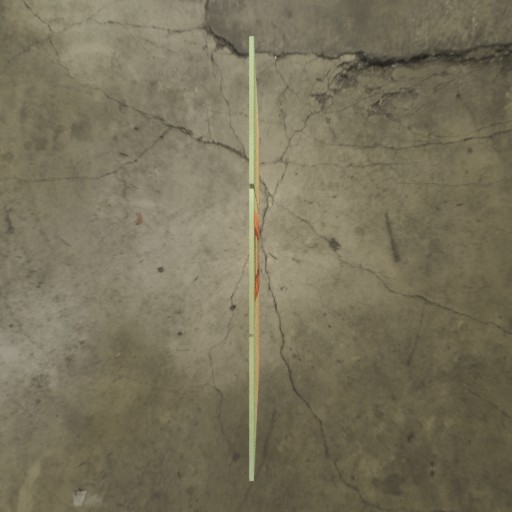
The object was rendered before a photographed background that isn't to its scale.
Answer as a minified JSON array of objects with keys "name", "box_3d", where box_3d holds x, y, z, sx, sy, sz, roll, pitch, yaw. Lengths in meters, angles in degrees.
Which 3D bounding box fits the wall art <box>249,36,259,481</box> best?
[{"name":"wall art","box_3d":[0.000,0.000,1.818,0.013,1.219,1.214,0,91,1]}]
